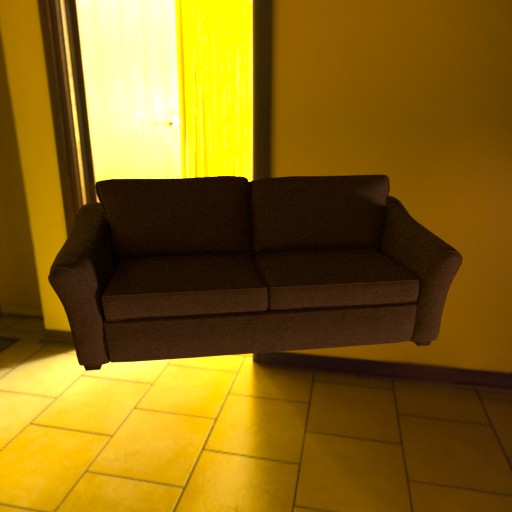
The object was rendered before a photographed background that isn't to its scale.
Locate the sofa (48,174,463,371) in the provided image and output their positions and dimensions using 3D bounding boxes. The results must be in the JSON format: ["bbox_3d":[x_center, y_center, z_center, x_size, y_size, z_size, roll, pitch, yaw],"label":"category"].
[{"bbox_3d":[0.000,0.000,2.799,2.270,0.950,0.971,-2,17,-8],"label":"sofa"}]
